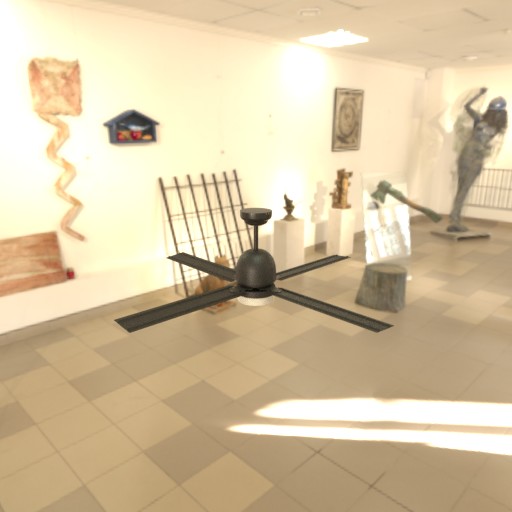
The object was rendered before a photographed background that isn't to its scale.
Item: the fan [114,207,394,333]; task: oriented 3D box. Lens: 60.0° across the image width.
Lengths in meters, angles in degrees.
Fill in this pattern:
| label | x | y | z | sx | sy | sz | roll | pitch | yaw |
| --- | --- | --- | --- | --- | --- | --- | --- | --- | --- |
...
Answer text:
| label | x | y | z | sx | sy | sz | roll | pitch | yaw |
| --- | --- | --- | --- | --- | --- | --- | --- | --- | --- |
| fan | 0.000 | 0.000 | 1.971 | 1.319 | 0.410 | 1.319 | 15 | 22 | 43 |
